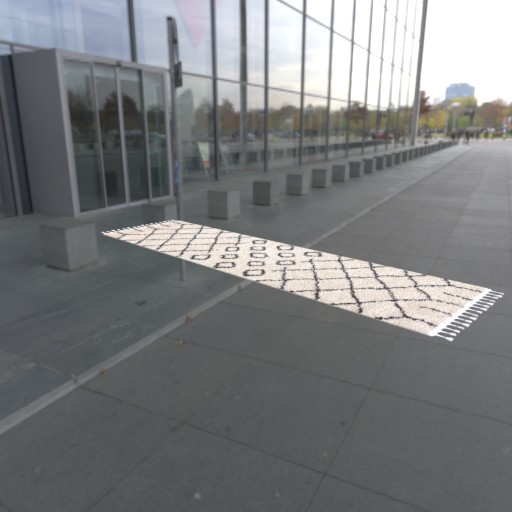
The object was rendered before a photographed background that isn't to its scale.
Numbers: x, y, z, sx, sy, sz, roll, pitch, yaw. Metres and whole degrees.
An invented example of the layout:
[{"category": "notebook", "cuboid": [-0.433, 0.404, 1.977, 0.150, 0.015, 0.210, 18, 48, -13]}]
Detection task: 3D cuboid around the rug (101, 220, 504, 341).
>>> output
[{"category": "rug", "cuboid": [0.000, 0.000, 2.570, 2.464, 0.005, 0.660, 14, 21, 41]}]
